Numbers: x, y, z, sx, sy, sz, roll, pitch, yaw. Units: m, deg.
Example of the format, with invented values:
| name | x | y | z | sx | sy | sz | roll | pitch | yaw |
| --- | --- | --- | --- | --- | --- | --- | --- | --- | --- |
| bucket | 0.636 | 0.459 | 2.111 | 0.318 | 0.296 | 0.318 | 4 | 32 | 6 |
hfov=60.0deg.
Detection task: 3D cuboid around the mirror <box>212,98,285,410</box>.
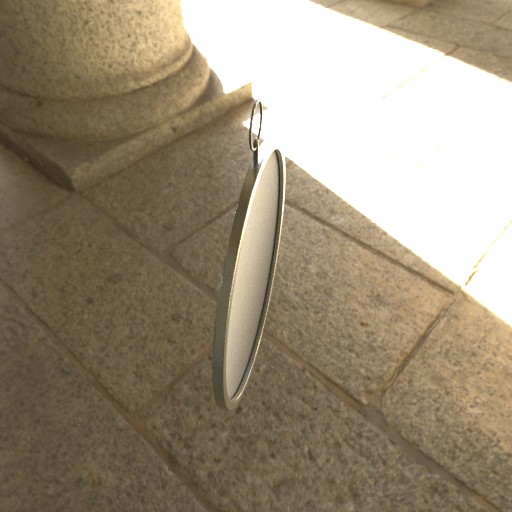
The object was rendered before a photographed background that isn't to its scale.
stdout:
| name | x | y | z | sx | sy | sz | roll | pitch | yaw |
| --- | --- | --- | --- | --- | --- | --- | --- | --- | --- |
| mirror | 0.000 | 0.000 | 0.960 | 0.020 | 0.713 | 0.594 | 10 | 48 | 9 |
